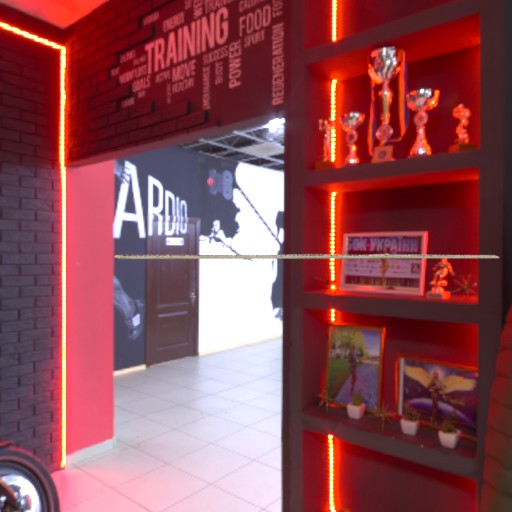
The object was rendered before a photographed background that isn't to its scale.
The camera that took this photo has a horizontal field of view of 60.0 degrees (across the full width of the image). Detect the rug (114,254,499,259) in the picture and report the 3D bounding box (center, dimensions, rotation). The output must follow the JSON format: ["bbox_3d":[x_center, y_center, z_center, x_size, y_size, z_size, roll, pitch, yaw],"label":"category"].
[{"bbox_3d":[0.000,0.000,4.022,2.429,0.030,3.052,0,0,-18],"label":"rug"}]
